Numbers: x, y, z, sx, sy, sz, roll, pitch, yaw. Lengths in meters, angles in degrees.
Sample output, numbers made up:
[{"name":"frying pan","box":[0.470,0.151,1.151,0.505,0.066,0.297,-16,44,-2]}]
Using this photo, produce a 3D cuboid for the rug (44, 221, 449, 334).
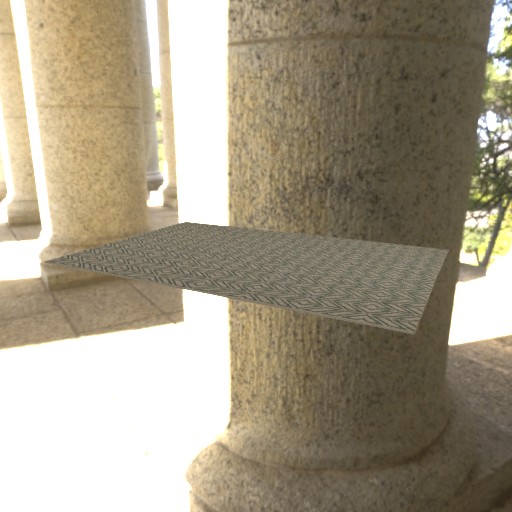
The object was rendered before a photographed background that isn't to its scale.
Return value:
[{"name":"rug","box":[0.000,0.000,2.394,1.828,0.007,1.220,8,17,27]}]
